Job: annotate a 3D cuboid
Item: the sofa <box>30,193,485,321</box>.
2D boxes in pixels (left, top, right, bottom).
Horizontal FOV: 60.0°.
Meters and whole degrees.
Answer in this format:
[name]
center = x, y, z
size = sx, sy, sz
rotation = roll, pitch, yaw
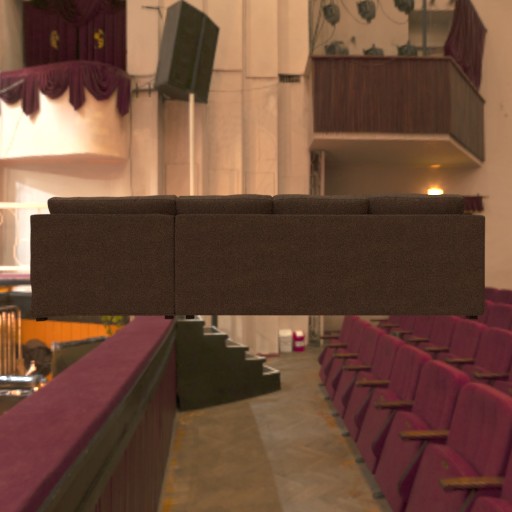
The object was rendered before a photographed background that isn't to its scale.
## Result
[sofa]
center = 0.000, 0.000, 3.886
size = 3.205, 0.922, 1.650
rotation = 0, 0, 0
